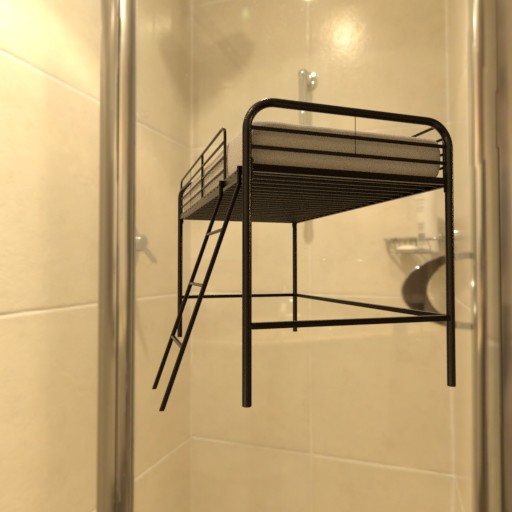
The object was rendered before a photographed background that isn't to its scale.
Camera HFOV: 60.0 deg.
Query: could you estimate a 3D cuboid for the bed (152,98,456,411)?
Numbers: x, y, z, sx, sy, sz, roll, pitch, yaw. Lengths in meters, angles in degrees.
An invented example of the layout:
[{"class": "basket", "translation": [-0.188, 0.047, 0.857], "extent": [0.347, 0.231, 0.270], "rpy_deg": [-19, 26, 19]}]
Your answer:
[{"class": "bed", "translation": [0.000, 0.000, 2.854], "extent": [1.393, 1.289, 1.968], "rpy_deg": [1, -2, -18]}]
